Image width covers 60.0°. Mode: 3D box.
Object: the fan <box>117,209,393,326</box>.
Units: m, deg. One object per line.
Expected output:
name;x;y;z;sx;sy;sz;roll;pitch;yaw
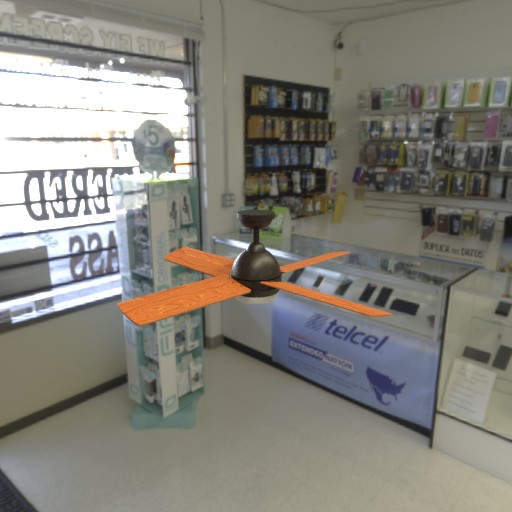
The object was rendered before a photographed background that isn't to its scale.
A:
fan;0.000;0.000;2.033;1.332;0.403;1.332;-14;20;-43
